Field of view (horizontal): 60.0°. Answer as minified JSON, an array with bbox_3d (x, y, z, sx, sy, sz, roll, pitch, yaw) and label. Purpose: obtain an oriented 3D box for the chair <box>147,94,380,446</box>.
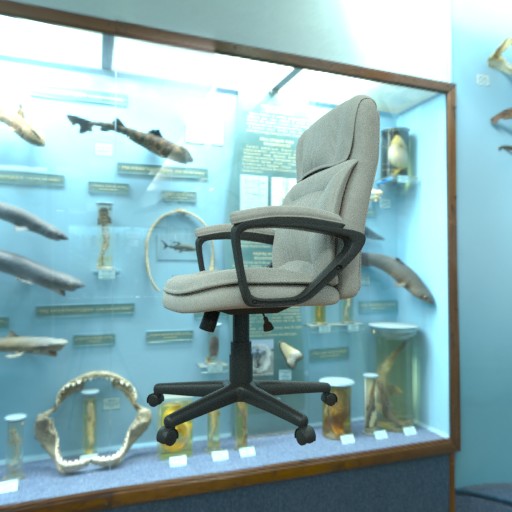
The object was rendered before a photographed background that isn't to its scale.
[{"bbox_3d":[0.000,0.000,1.574,0.724,1.105,0.667,0,-1,-18],"label":"chair"}]
